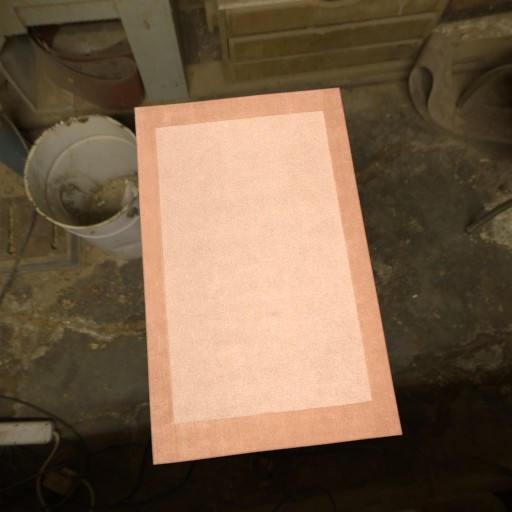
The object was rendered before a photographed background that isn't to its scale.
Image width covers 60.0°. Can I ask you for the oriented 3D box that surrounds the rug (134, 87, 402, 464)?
[{"bbox_3d":[0.000,0.000,2.986,1.524,0.014,2.438,-6,76,-2],"label":"rug"}]
